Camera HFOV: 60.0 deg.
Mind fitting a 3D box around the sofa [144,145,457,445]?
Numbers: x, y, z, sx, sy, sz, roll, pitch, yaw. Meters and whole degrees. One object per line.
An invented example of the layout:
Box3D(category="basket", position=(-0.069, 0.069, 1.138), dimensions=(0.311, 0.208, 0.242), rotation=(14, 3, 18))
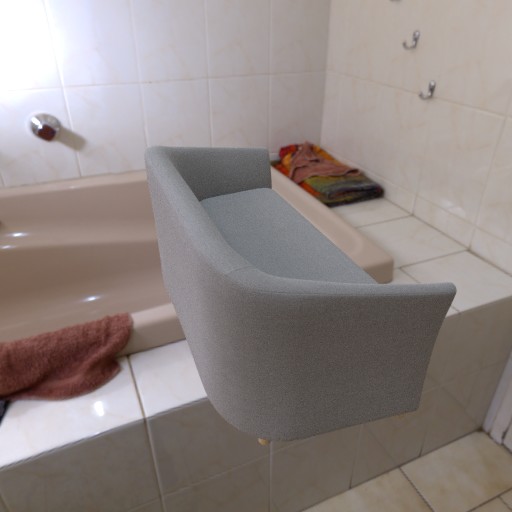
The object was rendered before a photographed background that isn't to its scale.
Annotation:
Box3D(category="sofa", position=(0.000, 0.000, 1.858), dimensions=(0.705, 0.721, 1.452), rotation=(-11, 32, -18))
